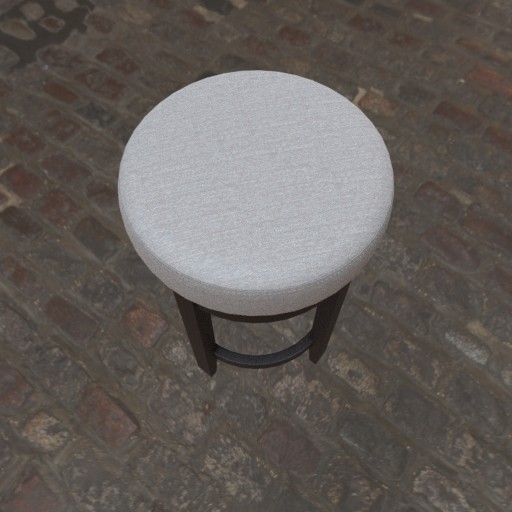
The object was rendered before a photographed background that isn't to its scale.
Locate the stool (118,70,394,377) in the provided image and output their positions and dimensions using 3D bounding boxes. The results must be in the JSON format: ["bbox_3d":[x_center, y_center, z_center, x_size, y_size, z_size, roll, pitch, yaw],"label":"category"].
[{"bbox_3d":[0.000,0.000,0.962,0.443,0.672,0.443,0,63,0],"label":"stool"}]
